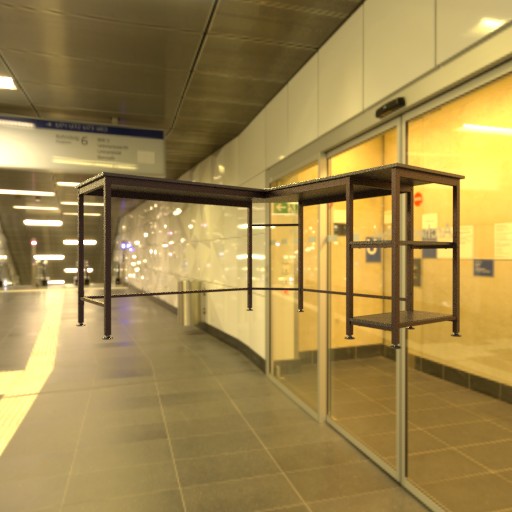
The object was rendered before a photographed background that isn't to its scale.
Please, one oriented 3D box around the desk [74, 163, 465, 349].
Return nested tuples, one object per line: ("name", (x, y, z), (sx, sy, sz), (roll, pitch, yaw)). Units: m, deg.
("desk", (0.000, 0.000, 2.196), (1.379, 0.739, 1.379), (0, 0, -36))
